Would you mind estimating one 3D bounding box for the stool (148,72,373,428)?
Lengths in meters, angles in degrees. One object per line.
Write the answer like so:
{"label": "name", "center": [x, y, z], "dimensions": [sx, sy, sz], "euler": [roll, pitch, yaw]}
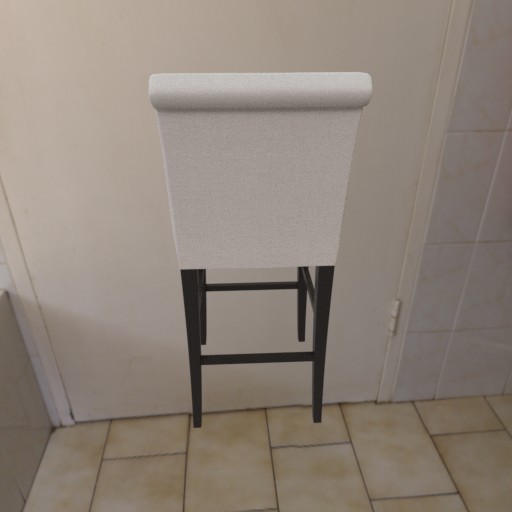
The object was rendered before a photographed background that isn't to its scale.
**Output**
{"label": "stool", "center": [0.000, 0.000, 1.383], "dimensions": [0.452, 1.124, 0.597], "euler": [-1, 30, -2]}
